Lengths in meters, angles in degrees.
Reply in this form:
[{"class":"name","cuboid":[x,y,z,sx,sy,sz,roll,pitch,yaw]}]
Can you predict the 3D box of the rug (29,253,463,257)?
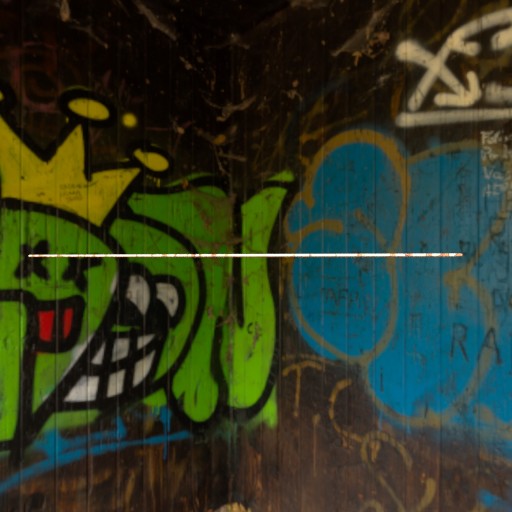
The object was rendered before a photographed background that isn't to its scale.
[{"class":"rug","cuboid":[0.000,0.000,3.034,2.435,0.011,1.517,0,0,20]}]
